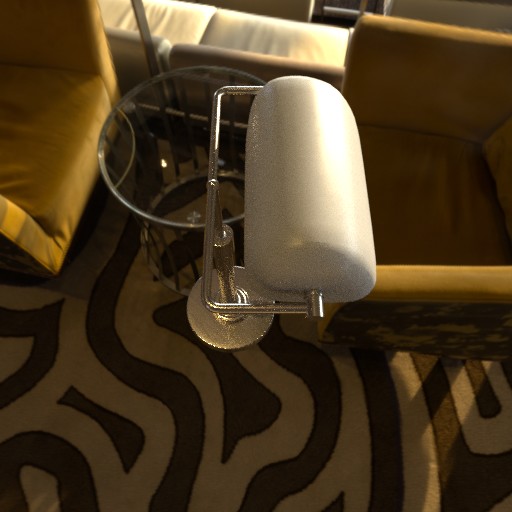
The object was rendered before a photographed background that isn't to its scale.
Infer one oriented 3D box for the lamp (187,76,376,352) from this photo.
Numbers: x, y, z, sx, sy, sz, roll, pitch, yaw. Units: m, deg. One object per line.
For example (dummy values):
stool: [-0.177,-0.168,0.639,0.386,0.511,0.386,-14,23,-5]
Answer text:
lamp: [0.000,0.000,0.562,0.227,0.404,0.269,0,63,0]
